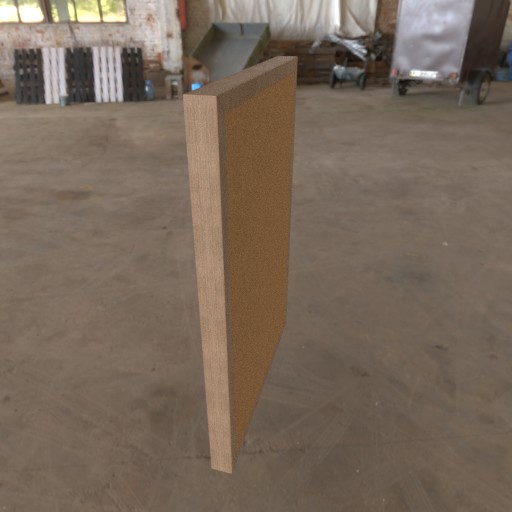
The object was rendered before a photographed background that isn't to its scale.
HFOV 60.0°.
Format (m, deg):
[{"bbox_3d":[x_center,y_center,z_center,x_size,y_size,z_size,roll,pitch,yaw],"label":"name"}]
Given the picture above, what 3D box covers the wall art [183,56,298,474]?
[{"bbox_3d":[0.000,0.000,0.653,0.031,0.509,0.356,8,30,14],"label":"wall art"}]
